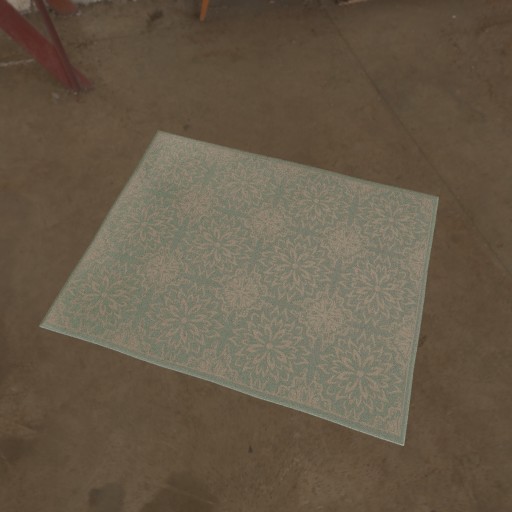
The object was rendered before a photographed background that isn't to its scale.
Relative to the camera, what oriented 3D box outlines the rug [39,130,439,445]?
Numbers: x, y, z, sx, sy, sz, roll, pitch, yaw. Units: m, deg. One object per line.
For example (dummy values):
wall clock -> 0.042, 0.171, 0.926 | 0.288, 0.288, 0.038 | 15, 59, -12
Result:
rug -> 0.000, 0.000, 3.978 | 2.980, 0.012, 2.363 | 15, 60, 9
